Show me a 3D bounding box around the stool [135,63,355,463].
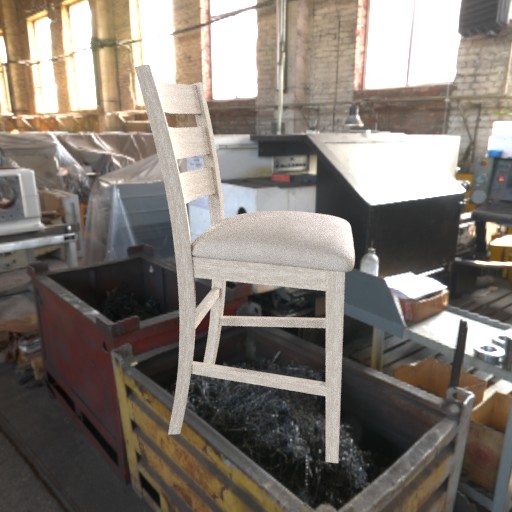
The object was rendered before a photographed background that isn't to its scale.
[{"bbox_3d":[0.000,0.000,1.344,0.569,1.032,0.484,3,16,10],"label":"stool"}]
